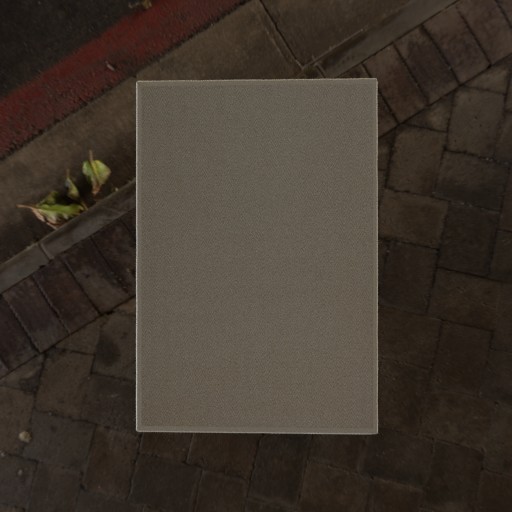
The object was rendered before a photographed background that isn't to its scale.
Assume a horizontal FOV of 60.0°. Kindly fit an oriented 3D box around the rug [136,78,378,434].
[{"bbox_3d":[0.000,0.000,2.813,1.532,0.017,2.244,0,90,2],"label":"rug"}]
